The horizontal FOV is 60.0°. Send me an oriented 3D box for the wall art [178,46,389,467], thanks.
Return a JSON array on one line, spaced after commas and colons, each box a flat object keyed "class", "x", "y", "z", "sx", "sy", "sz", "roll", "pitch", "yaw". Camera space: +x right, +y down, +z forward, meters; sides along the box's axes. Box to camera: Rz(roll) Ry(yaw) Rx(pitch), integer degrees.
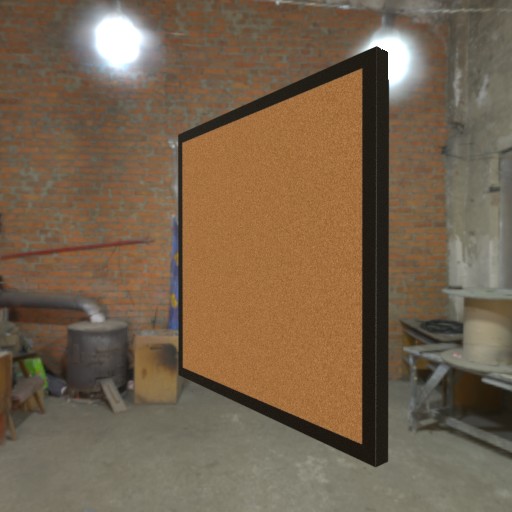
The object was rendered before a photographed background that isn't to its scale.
[{"class": "wall art", "x": 0.000, "y": 0.000, "z": 1.118, "sx": 0.038, "sy": 0.765, "sz": 0.765, "roll": 0, "pitch": 1, "yaw": -37}]
